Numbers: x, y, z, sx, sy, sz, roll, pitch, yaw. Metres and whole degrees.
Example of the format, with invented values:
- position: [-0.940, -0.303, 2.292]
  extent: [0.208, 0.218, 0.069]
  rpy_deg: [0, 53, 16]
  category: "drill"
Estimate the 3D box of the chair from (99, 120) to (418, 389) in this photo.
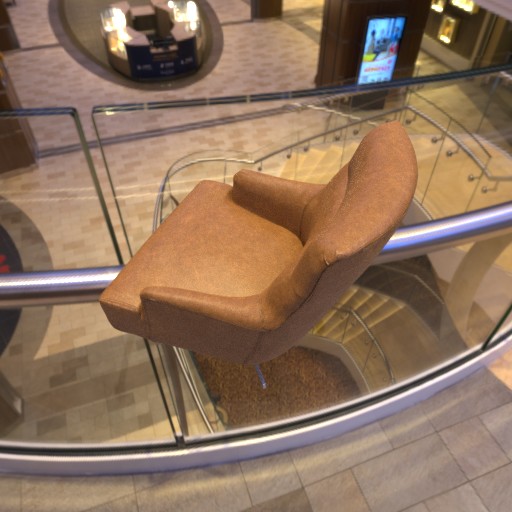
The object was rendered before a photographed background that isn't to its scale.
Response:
- position: [0.000, 0.000, 1.536]
  extent: [0.874, 0.869, 0.729]
  rpy_deg: [18, 49, 16]
  category: "chair"
